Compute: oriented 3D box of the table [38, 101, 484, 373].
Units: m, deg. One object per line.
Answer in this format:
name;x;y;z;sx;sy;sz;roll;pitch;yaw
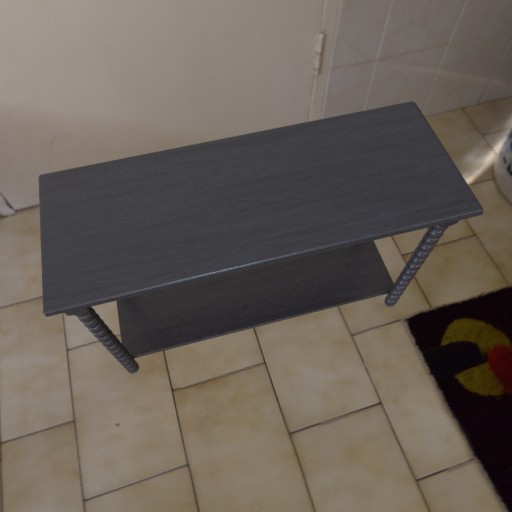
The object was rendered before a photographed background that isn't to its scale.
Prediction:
table;0.000;0.000;1.565;1.184;0.735;0.459;-13;61;-7
